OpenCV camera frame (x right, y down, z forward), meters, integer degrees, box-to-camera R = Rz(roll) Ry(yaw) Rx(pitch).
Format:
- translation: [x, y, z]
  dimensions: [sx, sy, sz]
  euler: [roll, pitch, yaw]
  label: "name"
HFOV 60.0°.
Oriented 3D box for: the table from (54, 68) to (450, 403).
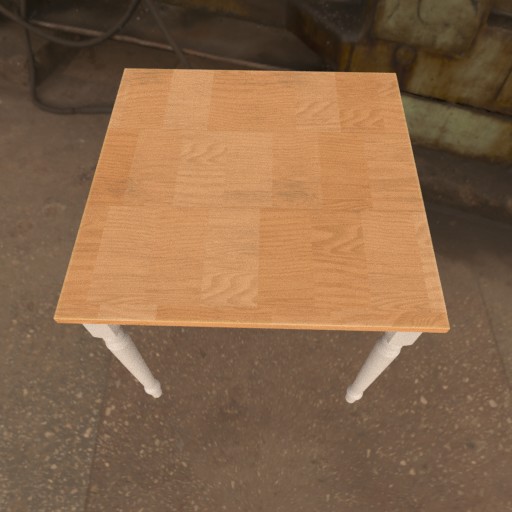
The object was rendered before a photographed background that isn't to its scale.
- translation: [0.000, 0.000, 1.341]
  dimensions: [0.747, 0.738, 0.747]
  euler: [1, 59, 1]
  label: "table"
